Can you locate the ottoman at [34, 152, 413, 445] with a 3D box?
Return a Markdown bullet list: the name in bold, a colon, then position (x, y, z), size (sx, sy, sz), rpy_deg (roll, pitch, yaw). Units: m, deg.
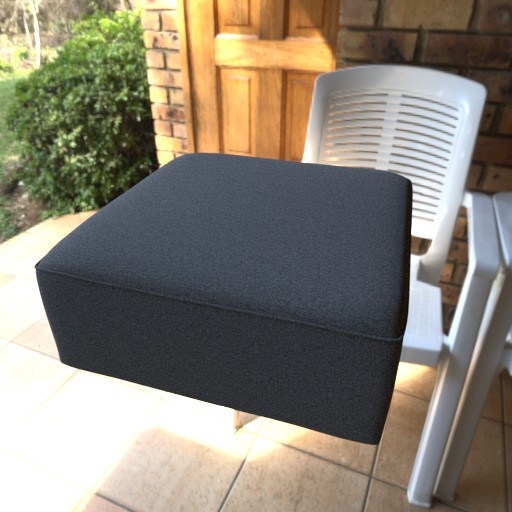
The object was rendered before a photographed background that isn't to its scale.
- **ottoman**: position (0.000, 0.000, 1.583), size (1.005, 0.464, 1.015), rpy_deg (9, 33, 15)
